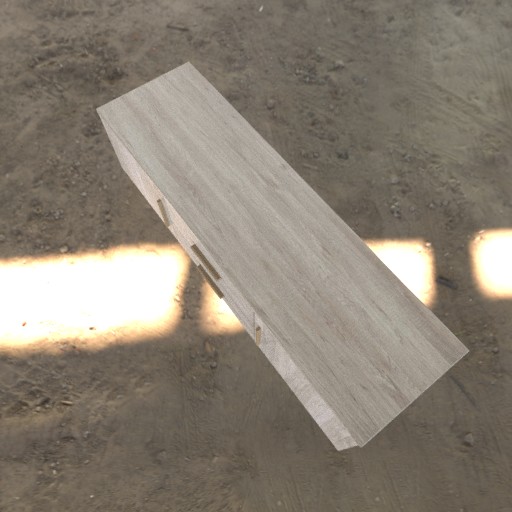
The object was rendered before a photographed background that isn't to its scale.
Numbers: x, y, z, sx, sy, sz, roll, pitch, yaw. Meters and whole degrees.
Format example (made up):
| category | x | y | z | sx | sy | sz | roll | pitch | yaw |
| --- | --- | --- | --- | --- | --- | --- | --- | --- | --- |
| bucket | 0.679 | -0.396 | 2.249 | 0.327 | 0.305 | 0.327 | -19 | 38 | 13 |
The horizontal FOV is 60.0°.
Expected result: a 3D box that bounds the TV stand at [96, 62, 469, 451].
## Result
| category | x | y | z | sx | sy | sz | roll | pitch | yaw |
| --- | --- | --- | --- | --- | --- | --- | --- | --- | --- |
| TV stand | 0.000 | 0.000 | 1.567 | 0.401 | 0.565 | 1.313 | -34 | 69 | -15 |
